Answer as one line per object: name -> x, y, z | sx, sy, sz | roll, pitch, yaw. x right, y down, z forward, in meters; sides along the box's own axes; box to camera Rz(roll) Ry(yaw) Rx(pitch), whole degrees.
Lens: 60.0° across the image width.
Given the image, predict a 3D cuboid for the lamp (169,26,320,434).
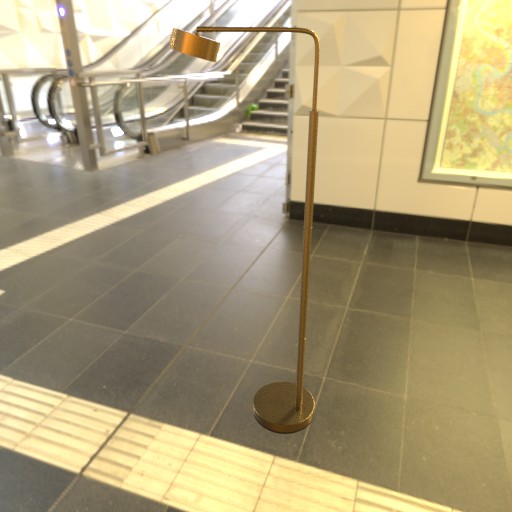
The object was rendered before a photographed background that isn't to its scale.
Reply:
lamp -> 0.000, 0.000, 1.339 | 0.418, 1.230, 0.219 | 0, 25, 0
